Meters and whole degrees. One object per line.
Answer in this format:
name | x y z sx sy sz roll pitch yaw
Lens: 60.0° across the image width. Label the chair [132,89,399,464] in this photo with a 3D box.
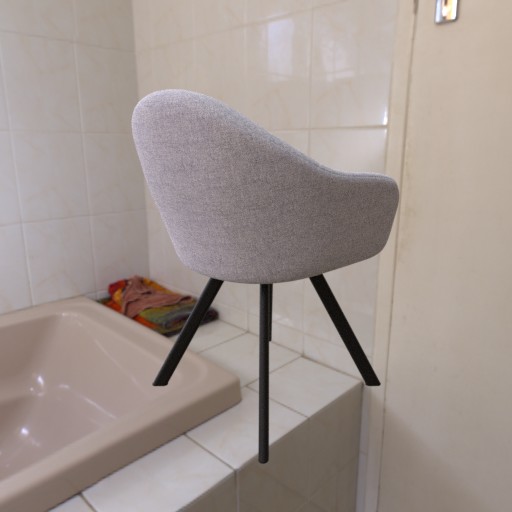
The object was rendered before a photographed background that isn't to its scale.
chair | 0.000 0.000 1.159 0.570 0.780 0.540 -13 19 -42
